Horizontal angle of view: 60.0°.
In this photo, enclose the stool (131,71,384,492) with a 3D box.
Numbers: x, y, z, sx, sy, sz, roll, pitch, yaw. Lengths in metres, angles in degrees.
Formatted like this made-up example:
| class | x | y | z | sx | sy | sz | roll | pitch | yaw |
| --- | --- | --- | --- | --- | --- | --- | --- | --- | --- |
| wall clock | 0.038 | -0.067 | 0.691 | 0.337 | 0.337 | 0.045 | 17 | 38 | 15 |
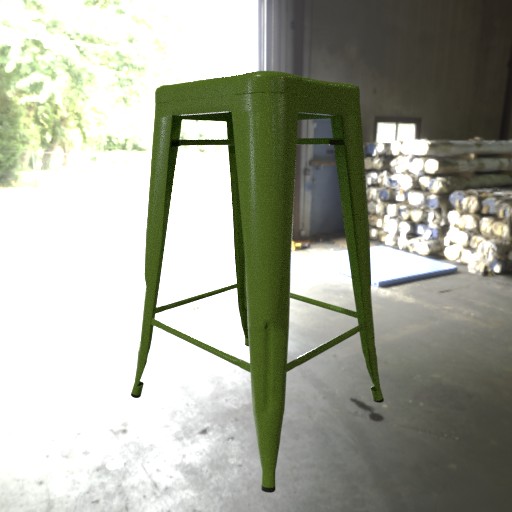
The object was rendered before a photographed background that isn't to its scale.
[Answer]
| class | x | y | z | sx | sy | sz | roll | pitch | yaw |
| --- | --- | --- | --- | --- | --- | --- | --- | --- | --- |
| stool | 0.000 | 0.000 | 0.846 | 0.398 | 0.609 | 0.358 | 13 | 19 | 42 |
